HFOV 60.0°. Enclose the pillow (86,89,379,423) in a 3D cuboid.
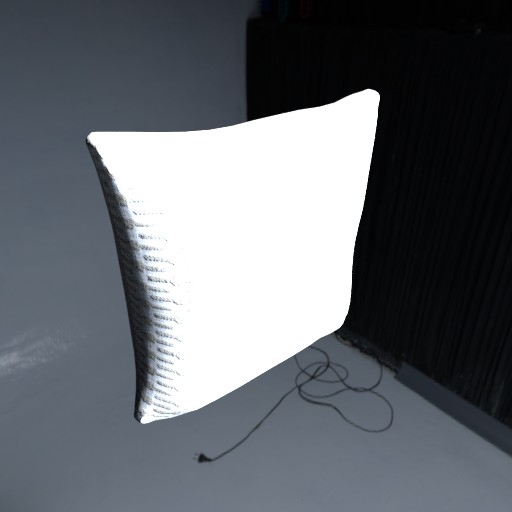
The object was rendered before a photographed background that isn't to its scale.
[{"bbox_3d":[0.000,0.000,0.753,0.496,0.491,0.219,-21,36,-32],"label":"pillow"}]
